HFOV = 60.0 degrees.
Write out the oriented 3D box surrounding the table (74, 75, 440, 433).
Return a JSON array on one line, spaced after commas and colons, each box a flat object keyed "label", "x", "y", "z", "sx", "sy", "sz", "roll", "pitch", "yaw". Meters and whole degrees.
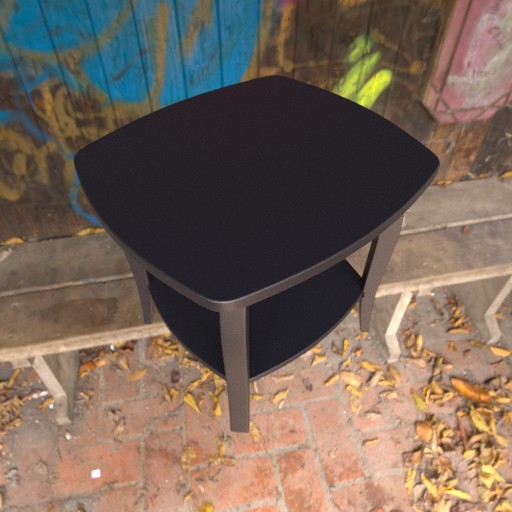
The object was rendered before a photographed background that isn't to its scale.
[{"label": "table", "x": 0.000, "y": 0.000, "z": 0.864, "sx": 0.508, "sy": 0.457, "sz": 0.457, "roll": -32, "pitch": 55, "yaw": -26}]
